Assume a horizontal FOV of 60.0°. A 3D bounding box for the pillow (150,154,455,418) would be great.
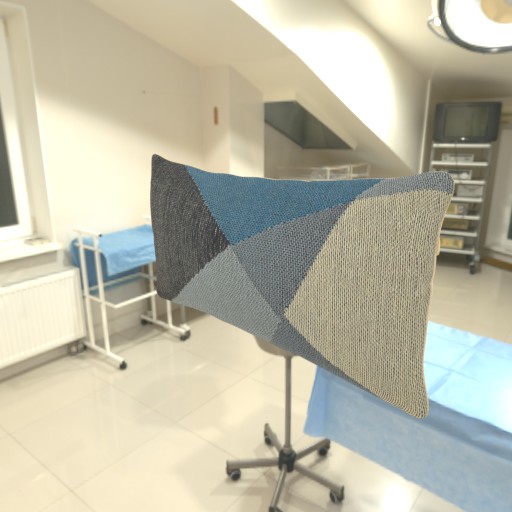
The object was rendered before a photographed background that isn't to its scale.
[{"bbox_3d":[0.000,0.000,0.717,0.148,0.307,0.604,-15,22,-43],"label":"pillow"}]
